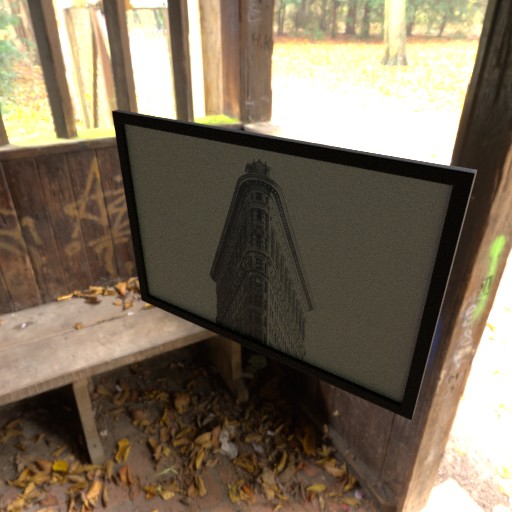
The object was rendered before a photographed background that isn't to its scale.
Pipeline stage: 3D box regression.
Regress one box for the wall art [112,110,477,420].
[{"bbox_3d":[0.000,0.000,1.200,0.958,0.656,0.026,18,35,28],"label":"wall art"}]
